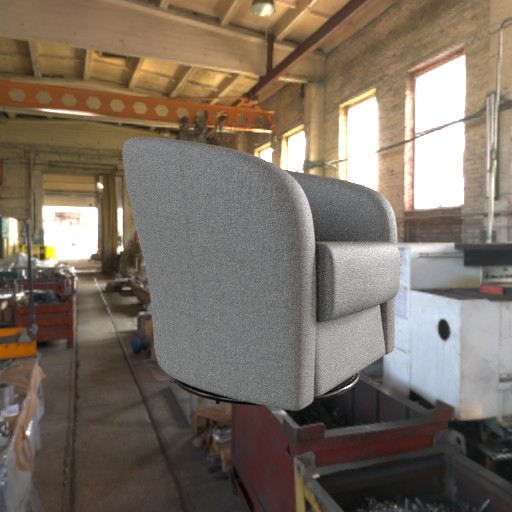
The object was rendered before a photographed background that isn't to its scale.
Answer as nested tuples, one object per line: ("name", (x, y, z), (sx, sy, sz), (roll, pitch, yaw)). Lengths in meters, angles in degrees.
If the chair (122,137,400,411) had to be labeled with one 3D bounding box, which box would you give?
("chair", (0.000, 0.000, 1.453), (0.815, 0.771, 0.791), (1, 3, 35))
